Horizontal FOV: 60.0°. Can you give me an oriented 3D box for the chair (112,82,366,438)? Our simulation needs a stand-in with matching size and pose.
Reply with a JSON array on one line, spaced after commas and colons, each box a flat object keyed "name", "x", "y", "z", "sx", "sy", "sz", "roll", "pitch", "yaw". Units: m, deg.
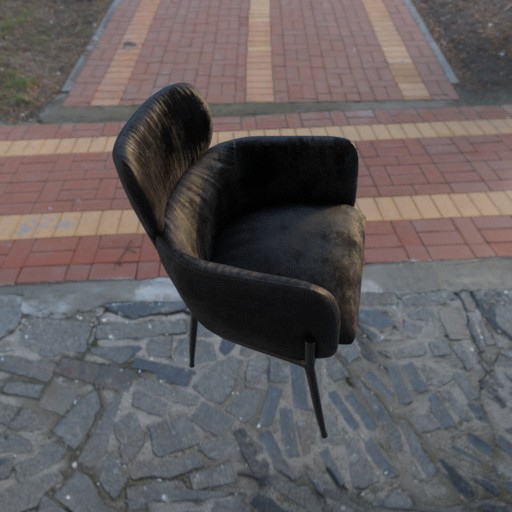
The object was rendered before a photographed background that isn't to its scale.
[{"name": "chair", "x": 0.000, "y": 0.000, "z": 1.275, "sx": 0.604, "sy": 0.818, "sz": 0.640, "roll": 9, "pitch": 47, "yaw": 9}]
